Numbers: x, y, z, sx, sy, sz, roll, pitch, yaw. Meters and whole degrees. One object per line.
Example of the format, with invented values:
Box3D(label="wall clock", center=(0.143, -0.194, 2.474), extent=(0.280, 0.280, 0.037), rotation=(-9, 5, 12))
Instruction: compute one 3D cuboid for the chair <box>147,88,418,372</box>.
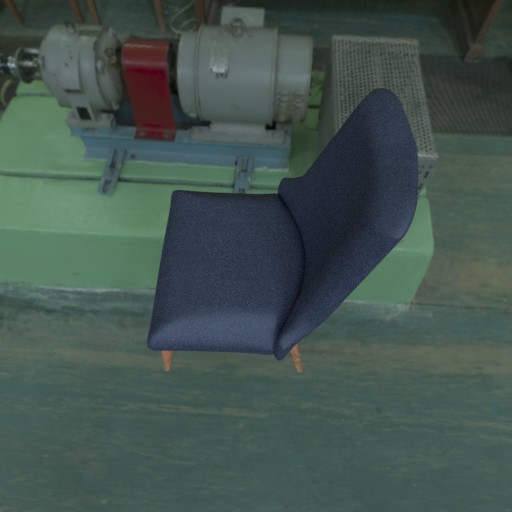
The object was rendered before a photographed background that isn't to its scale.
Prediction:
Box3D(label="chair", center=(0.000, 0.000, 1.136), extent=(0.567, 0.820, 0.504), rotation=(2, 60, 1))
